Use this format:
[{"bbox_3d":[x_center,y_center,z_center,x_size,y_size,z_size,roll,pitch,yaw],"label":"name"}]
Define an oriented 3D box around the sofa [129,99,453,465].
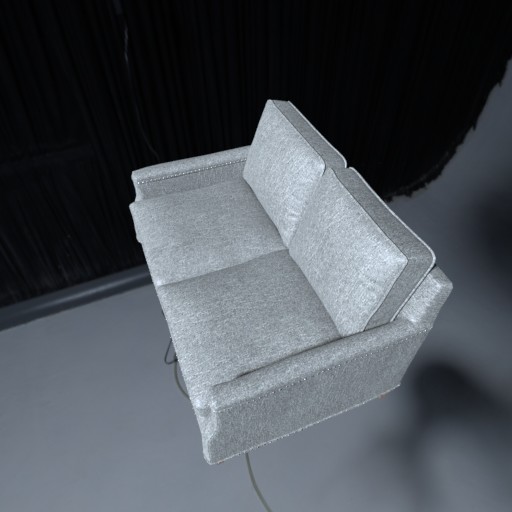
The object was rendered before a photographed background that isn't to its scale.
[{"bbox_3d":[0.000,0.000,2.312,1.084,1.003,1.597,-16,48,-15],"label":"sofa"}]
